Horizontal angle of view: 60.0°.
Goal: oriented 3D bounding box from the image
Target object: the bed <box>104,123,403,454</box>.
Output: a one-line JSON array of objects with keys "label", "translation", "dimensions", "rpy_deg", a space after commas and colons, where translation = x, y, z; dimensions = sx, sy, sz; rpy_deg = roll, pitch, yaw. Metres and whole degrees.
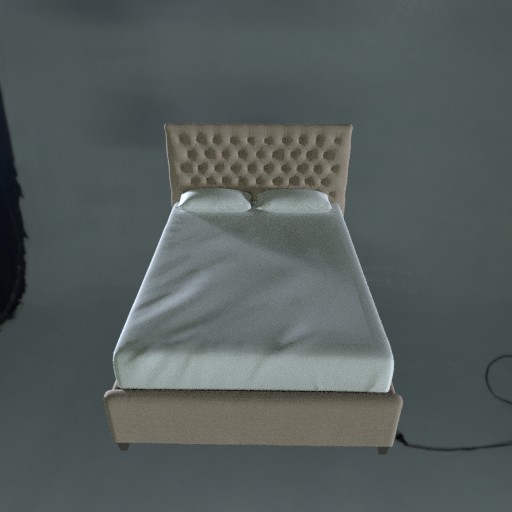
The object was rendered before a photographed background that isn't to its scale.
[{"label": "bed", "translation": [0.000, 0.000, 3.352], "dimensions": [1.698, 1.427, 2.387], "rpy_deg": [1, 30, 1]}]
